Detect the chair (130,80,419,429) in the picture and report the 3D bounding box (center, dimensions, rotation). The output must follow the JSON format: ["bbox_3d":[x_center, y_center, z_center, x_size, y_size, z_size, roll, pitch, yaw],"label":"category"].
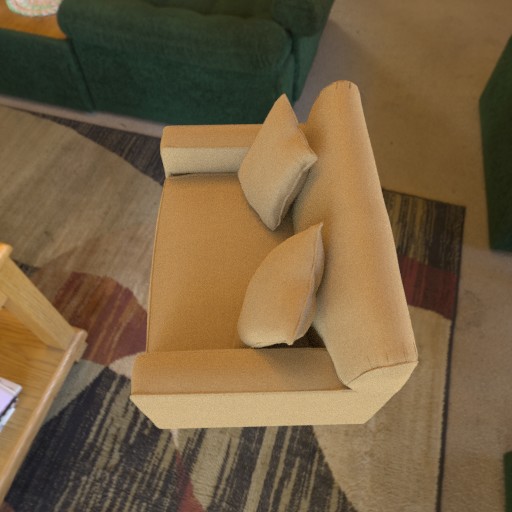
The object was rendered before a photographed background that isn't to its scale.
[{"bbox_3d":[0.000,0.000,2.054,1.000,0.948,1.383,-1,58,-1],"label":"chair"}]
